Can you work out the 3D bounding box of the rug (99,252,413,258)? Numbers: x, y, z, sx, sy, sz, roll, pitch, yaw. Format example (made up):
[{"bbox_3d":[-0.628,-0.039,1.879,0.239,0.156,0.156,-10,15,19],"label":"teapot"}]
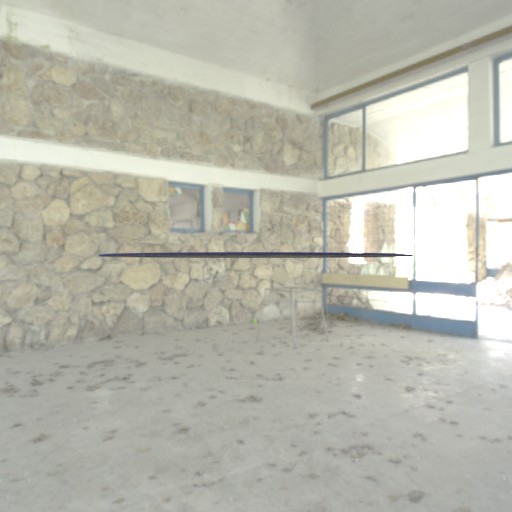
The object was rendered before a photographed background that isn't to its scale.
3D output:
[{"bbox_3d":[0.000,0.000,3.570,2.386,0.014,2.386,0,-1,0],"label":"rug"}]
